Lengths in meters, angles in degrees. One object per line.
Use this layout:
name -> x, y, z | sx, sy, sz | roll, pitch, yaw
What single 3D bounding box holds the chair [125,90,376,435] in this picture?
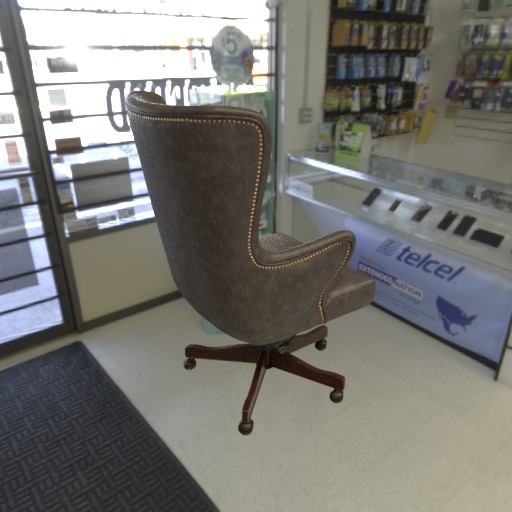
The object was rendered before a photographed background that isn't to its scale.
chair -> 0.000, 0.000, 1.488 | 0.717, 1.037, 0.594 | -16, 29, -31
